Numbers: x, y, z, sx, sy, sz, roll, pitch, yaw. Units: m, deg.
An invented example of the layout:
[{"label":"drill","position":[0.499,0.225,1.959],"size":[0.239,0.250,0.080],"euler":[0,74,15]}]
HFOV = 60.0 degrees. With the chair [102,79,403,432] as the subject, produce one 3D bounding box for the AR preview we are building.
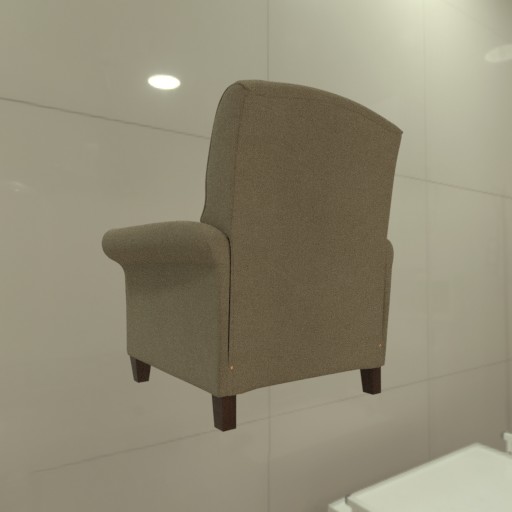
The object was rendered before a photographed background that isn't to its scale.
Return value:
[{"label":"chair","position":[0.000,0.000,1.789],"size":[0.978,1.061,0.905],"euler":[1,-2,-35]}]
